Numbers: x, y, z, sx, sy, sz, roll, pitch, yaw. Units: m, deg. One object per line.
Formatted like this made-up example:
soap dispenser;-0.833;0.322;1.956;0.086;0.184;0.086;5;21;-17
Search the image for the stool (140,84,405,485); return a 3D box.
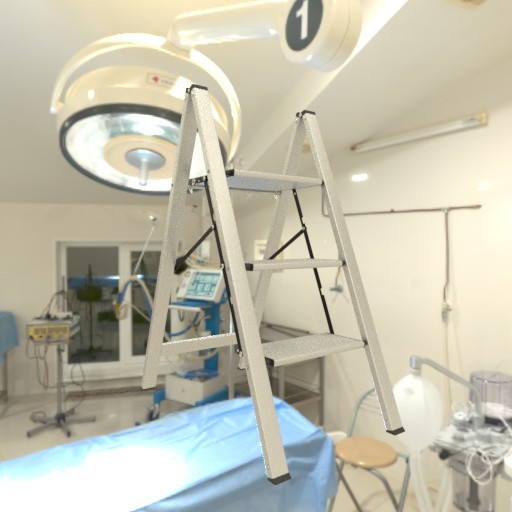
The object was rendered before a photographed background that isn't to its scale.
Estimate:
stool;0.000;0.000;1.306;0.441;0.902;0.730;-2;3;-36
